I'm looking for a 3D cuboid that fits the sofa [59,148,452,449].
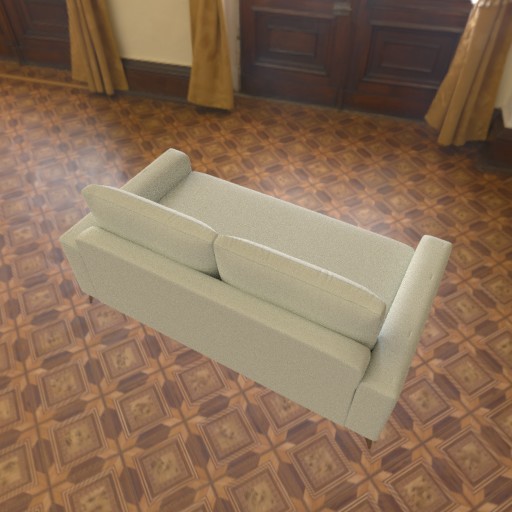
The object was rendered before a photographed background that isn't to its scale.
[{"bbox_3d":[0.000,0.000,2.171,1.650,0.790,0.920,22,50,20],"label":"sofa"}]
